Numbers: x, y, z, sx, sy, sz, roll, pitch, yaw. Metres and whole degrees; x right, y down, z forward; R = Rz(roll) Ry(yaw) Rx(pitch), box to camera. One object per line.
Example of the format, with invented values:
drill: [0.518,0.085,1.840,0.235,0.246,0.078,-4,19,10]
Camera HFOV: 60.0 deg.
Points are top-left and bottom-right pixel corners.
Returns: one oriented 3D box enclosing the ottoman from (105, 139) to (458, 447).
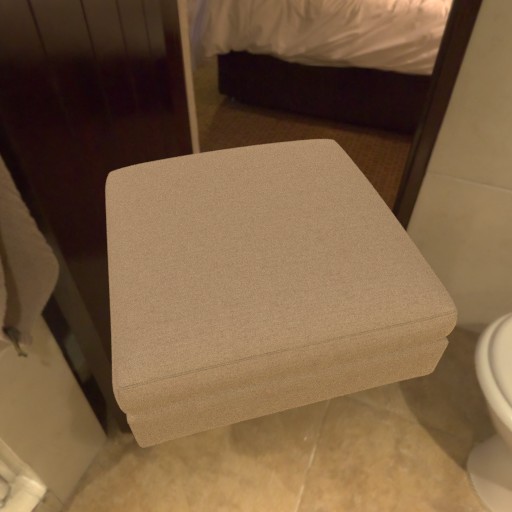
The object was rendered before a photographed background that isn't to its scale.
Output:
ottoman: [0.000,0.000,1.651,1.041,0.470,1.041,-11,46,-10]
